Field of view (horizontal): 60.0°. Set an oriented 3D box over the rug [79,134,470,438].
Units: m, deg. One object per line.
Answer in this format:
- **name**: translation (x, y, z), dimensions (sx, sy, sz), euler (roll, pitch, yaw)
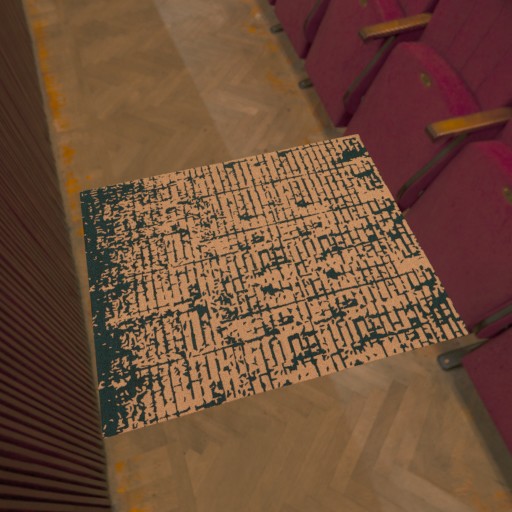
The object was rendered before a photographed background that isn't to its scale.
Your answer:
- **rug**: translation (0.000, 0.000, 4.074), dimensions (3.017, 0.014, 2.416), euler (-14, 60, -8)
